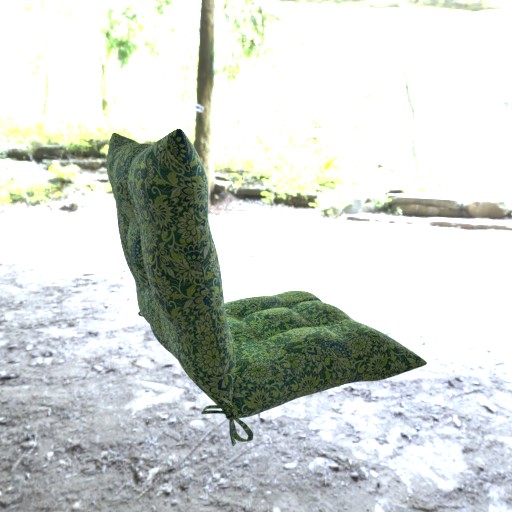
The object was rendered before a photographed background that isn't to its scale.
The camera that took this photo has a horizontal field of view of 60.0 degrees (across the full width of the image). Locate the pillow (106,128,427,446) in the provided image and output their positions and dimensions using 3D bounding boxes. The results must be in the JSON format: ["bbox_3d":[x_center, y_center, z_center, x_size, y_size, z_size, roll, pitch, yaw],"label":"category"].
[{"bbox_3d":[0.000,0.000,0.989,0.585,0.536,0.541,-7,16,-26],"label":"pillow"}]
